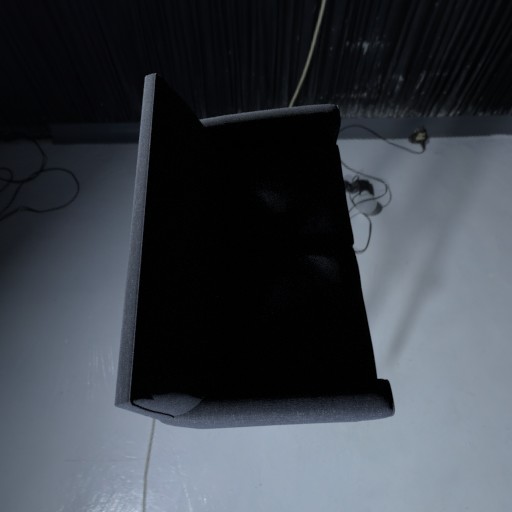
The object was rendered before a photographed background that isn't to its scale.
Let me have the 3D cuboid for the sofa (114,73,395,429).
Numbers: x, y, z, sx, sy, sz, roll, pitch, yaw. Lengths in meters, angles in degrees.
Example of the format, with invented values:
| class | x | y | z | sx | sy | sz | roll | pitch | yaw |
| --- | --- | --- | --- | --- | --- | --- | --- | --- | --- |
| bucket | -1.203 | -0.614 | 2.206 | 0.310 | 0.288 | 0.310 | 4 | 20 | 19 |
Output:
| class | x | y | z | sx | sy | sz | roll | pitch | yaw |
| --- | --- | --- | --- | --- | --- | --- | --- | --- | --- |
| sofa | 0.000 | 0.000 | 1.935 | 0.875 | 0.846 | 1.420 | -3 | 62 | -1 |
